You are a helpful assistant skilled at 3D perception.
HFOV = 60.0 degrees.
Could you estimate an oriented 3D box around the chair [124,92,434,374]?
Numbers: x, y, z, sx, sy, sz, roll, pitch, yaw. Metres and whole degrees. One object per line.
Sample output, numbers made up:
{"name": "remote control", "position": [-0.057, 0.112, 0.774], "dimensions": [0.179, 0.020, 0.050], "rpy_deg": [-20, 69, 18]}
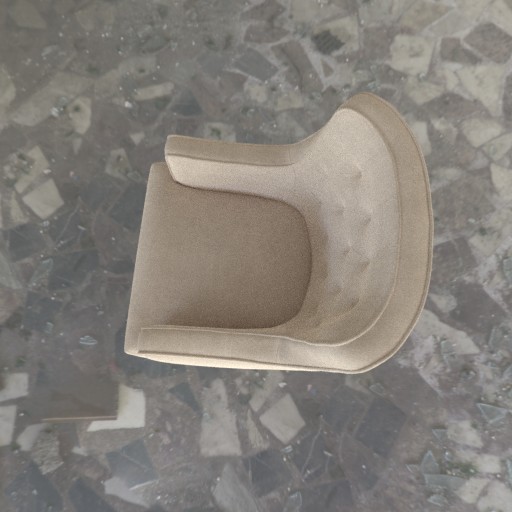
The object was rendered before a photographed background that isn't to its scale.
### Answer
{"name": "chair", "position": [0.000, 0.000, 1.570], "dimensions": [0.910, 0.920, 0.781], "rpy_deg": [4, 75, 1]}
